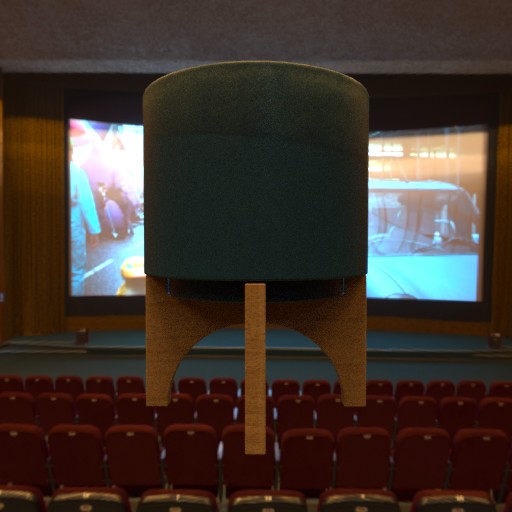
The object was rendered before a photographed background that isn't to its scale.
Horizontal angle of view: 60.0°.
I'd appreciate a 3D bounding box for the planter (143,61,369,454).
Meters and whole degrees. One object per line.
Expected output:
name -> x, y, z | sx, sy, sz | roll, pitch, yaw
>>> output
planter -> 0.000, 0.000, 0.391 | 0.192, 0.263, 0.192 | 0, 1, 0
